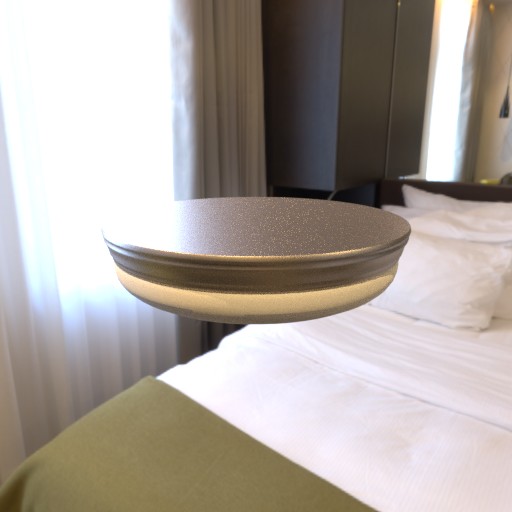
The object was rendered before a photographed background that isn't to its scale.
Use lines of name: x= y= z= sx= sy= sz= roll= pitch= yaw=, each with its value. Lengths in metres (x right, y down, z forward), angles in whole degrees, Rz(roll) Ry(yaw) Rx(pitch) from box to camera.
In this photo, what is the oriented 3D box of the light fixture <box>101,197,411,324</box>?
light fixture: x=0.000 y=0.000 z=0.566 sx=0.368 sy=0.100 sz=0.368 roll=0 pitch=15 yaw=0
